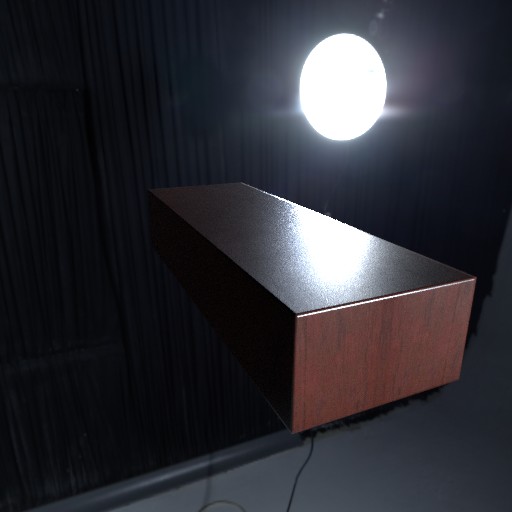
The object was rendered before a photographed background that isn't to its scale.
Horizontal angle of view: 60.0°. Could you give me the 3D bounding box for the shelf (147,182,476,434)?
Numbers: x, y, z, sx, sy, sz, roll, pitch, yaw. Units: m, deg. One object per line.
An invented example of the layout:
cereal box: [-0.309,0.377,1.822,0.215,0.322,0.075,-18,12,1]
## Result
shelf: [0.000,0.000,0.510,0.152,0.088,0.457,-8,21,-23]
